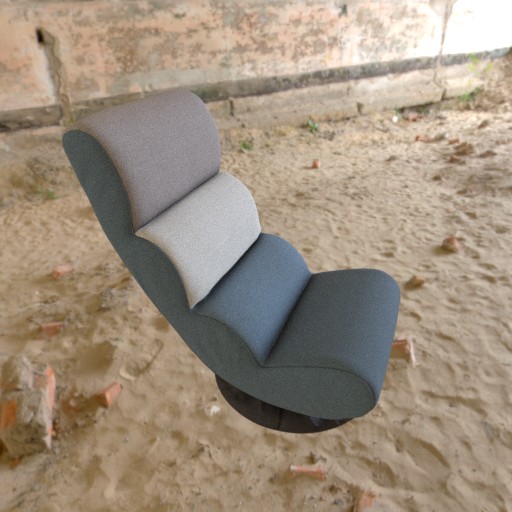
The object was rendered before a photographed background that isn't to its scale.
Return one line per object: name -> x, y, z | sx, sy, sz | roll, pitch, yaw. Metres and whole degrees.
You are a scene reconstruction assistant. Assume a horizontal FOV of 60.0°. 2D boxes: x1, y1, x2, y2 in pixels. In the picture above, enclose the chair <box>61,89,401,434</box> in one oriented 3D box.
chair -> 0.000, 0.000, 1.021 | 0.661, 0.641, 0.420 | 12, 33, 19
